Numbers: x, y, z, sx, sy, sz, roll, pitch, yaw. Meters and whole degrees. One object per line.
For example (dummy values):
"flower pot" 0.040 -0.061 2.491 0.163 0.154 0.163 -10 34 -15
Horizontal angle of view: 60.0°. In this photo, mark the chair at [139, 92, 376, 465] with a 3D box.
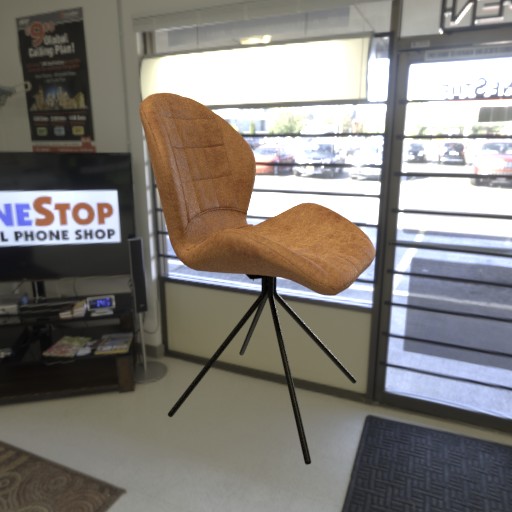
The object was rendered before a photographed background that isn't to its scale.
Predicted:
"chair" 0.000 0.000 1.305 0.640 0.929 0.527 8 17 26
